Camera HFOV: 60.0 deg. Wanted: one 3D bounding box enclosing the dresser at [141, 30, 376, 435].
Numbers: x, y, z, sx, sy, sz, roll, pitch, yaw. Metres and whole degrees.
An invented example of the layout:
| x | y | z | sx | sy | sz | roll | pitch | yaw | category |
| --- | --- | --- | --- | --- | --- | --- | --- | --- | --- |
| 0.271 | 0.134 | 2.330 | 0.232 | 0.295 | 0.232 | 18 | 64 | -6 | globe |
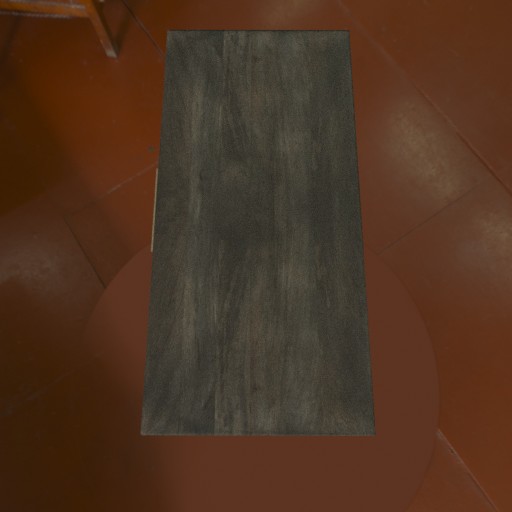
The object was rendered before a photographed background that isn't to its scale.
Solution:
| x | y | z | sx | sy | sz | roll | pitch | yaw | category |
| --- | --- | --- | --- | --- | --- | --- | --- | --- | --- |
| 0.000 | 0.000 | 1.344 | 0.453 | 0.801 | 0.923 | 0 | 75 | 0 | dresser |
